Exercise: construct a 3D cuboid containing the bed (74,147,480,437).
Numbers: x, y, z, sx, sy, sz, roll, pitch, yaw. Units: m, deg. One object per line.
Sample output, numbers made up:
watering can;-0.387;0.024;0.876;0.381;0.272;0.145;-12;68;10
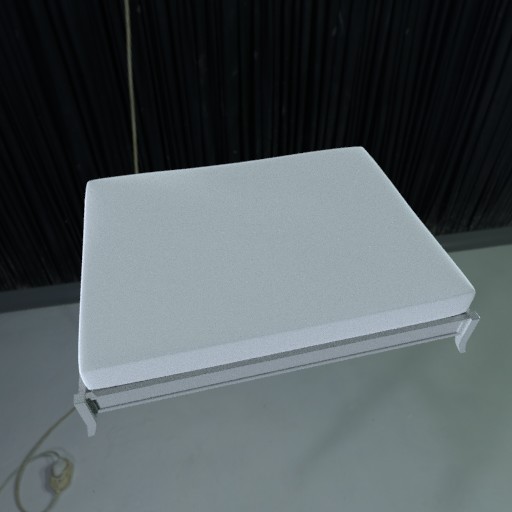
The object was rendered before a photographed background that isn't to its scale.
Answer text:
bed;0.000;0.000;2.760;2.108;0.510;1.604;-10;46;-10
